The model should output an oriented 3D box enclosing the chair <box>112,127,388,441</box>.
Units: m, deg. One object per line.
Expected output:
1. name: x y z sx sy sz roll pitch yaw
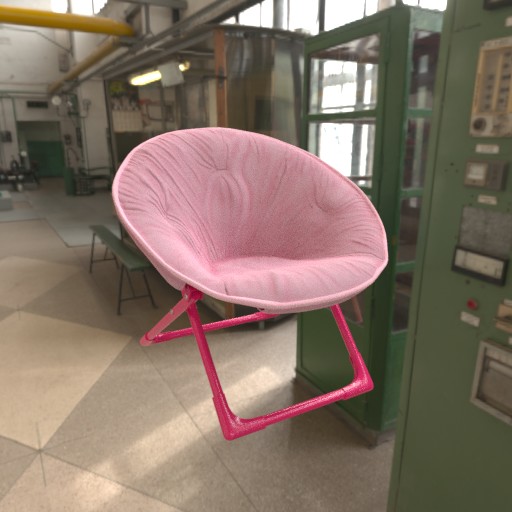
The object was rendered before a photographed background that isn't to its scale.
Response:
1. chair: 0.000 0.000 0.878 0.522 0.494 0.459 -8 17 -28
